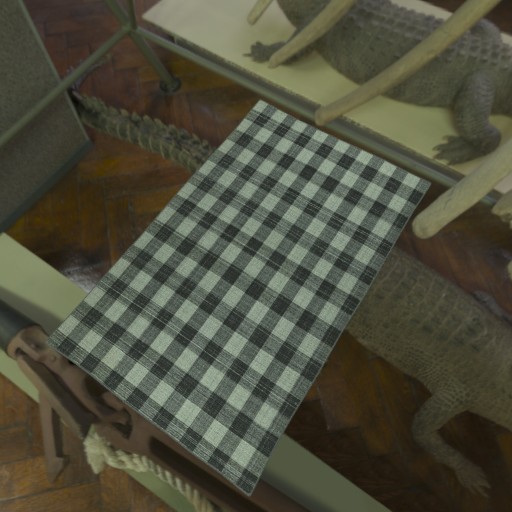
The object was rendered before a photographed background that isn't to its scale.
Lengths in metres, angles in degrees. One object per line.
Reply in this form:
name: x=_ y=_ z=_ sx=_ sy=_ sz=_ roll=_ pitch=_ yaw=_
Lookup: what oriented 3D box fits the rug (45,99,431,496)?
rug: x=0.000 y=0.000 z=3.053 sx=1.554 sy=0.011 sz=2.476 roll=31 pitch=68 yaw=14
